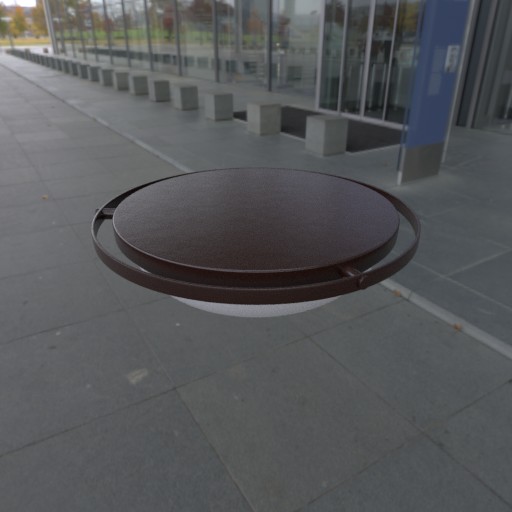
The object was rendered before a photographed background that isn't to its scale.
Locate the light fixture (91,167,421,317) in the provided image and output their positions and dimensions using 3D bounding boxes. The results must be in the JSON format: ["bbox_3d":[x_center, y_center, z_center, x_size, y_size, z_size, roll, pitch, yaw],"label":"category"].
[{"bbox_3d":[0.000,0.000,0.538,0.361,0.130,0.361,0,26,0],"label":"light fixture"}]
